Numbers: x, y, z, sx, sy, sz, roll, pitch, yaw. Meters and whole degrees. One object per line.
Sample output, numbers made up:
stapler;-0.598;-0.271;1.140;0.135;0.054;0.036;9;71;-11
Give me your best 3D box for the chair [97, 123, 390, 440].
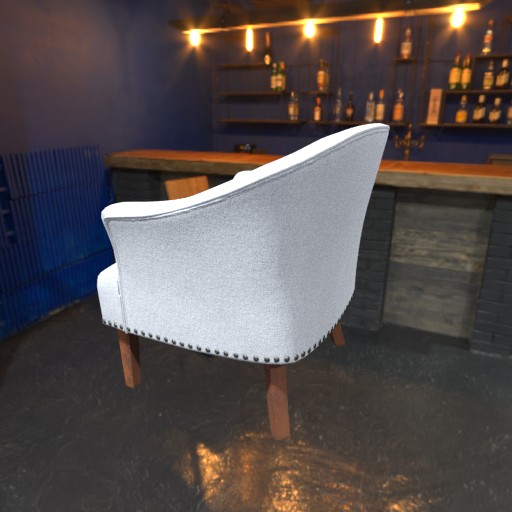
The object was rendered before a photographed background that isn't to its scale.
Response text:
chair;0.000;0.000;1.413;0.704;0.815;0.798;9;20;26
